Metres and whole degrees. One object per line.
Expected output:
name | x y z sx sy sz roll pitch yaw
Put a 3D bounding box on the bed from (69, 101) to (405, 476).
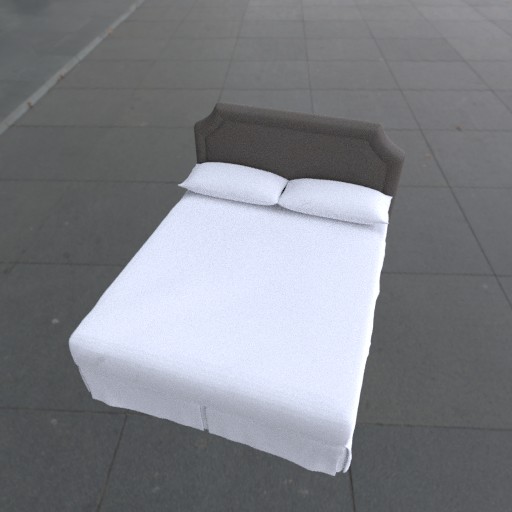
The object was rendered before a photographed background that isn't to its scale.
bed | 0.000 0.000 3.778 2.194 1.561 2.536 12 42 14
